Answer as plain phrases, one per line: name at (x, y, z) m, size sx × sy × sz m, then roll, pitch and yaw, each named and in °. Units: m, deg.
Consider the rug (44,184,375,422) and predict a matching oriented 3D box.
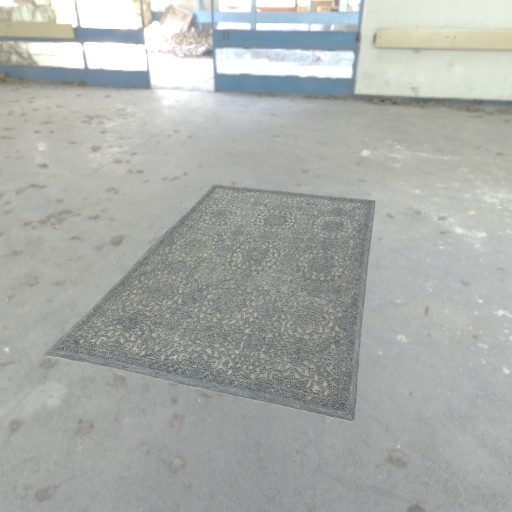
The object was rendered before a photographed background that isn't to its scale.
rug at (0.000, 0.000, 3.087) m, size 1.535 × 0.022 × 2.498 m, roll 8°, pitch 31°, yaw 13°
